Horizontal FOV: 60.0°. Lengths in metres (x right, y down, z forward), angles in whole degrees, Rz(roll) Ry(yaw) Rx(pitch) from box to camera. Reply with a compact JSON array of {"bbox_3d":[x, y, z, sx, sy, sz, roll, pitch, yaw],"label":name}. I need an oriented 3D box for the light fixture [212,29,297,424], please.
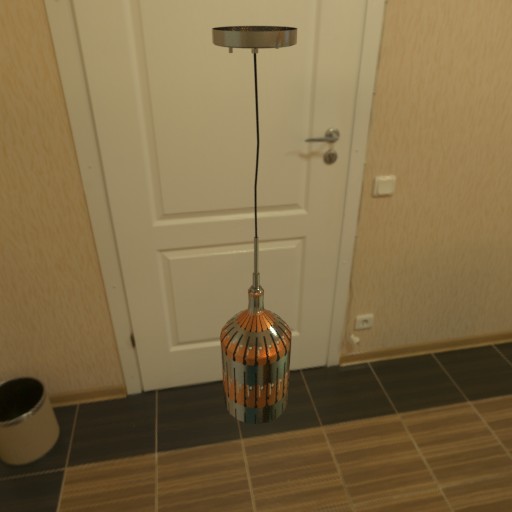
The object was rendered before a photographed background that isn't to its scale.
[{"bbox_3d":[0.000,0.000,1.678,0.303,1.535,0.303,0,31,0],"label":"light fixture"}]
